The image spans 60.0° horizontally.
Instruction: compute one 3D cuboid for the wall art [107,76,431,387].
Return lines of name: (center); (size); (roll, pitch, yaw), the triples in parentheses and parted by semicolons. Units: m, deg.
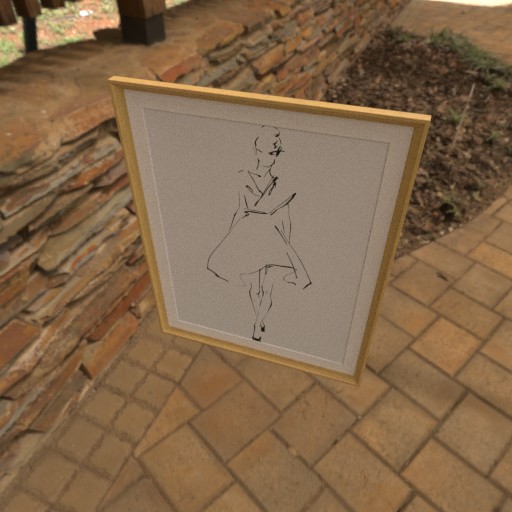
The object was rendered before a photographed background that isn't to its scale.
wall art: (0.000, 0.000, 1.381); (0.798, 1.002, 0.030); (12, 42, 14)
